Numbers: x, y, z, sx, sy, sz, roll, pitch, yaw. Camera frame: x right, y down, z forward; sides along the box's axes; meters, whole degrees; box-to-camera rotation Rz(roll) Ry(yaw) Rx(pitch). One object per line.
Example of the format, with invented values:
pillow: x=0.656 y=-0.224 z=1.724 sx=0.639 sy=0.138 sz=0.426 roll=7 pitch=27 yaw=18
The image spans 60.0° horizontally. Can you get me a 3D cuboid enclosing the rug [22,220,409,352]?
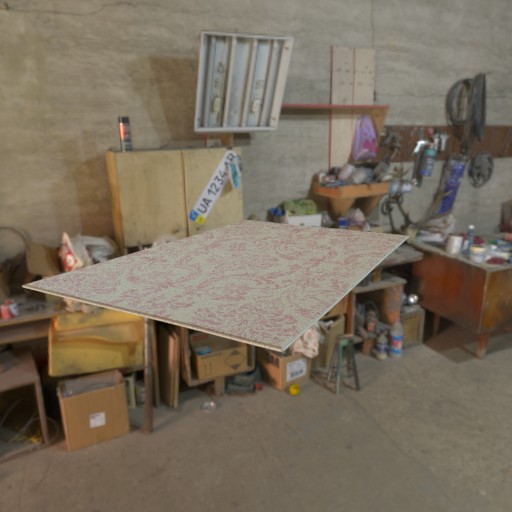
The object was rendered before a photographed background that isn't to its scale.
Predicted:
rug: x=0.000 y=0.000 z=2.346 sx=1.219 sy=0.012 sz=1.839 roll=8 pitch=16 yaw=28
